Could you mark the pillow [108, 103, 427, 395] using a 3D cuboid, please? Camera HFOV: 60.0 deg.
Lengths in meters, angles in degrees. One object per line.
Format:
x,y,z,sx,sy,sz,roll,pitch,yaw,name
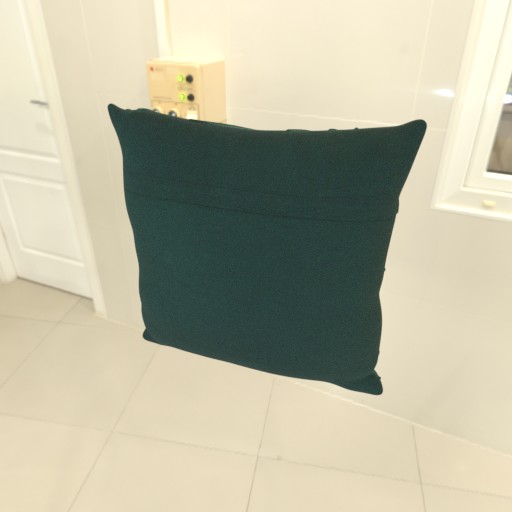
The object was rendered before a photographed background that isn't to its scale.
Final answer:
0.000,0.000,0.679,0.439,0.440,0.184,9,32,15,pillow
